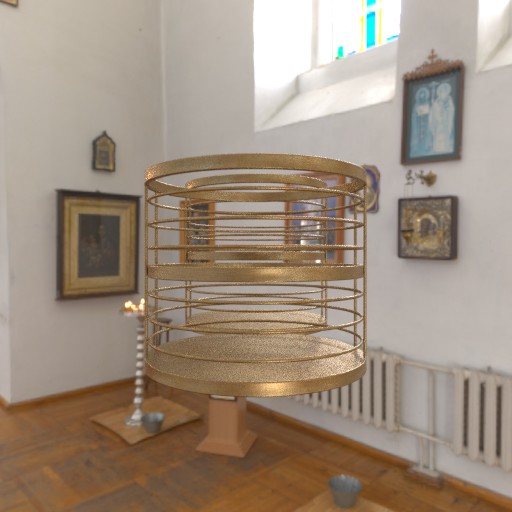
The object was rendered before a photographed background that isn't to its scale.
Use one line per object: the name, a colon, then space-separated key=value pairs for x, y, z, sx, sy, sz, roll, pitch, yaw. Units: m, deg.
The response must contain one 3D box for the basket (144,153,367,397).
basket: x=0.000 y=0.000 z=0.925 sx=0.356 sy=0.351 sz=0.746 roll=0 pitch=0 yaw=0
